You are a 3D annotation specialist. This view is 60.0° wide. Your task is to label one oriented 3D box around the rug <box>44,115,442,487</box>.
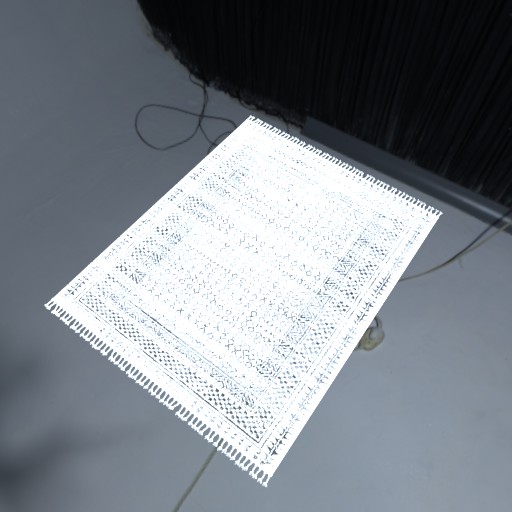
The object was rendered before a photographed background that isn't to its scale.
[{"bbox_3d":[0.000,0.000,3.995,2.312,0.013,2.940,32,64,18],"label":"rug"}]
